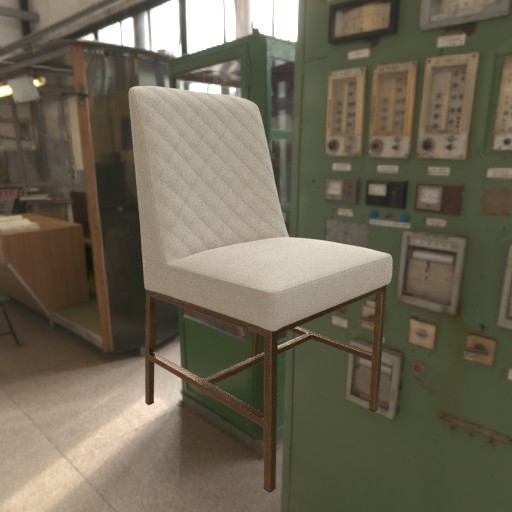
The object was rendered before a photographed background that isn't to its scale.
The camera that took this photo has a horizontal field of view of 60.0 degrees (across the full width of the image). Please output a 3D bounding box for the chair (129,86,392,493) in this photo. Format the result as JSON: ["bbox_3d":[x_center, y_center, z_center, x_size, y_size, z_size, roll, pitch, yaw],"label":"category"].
[{"bbox_3d":[0.000,0.000,1.256,0.597,0.933,0.503,13,18,43],"label":"chair"}]
